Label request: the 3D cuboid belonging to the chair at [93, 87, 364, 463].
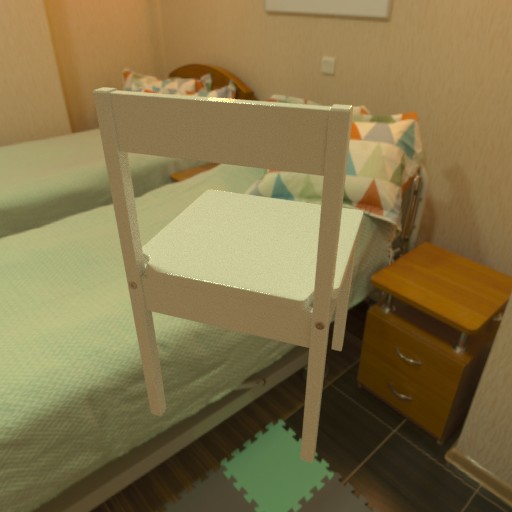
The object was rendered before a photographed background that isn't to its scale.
[{"bbox_3d":[0.000,0.000,0.879,0.367,0.668,0.361,10,32,16],"label":"chair"}]
